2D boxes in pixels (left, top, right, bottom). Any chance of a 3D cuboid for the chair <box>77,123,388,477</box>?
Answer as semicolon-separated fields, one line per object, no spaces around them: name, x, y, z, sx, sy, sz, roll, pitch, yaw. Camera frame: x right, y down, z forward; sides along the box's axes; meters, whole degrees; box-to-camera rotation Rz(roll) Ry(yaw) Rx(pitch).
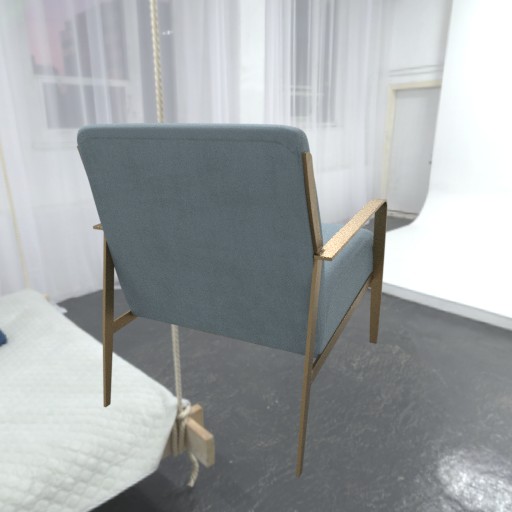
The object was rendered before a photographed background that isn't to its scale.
chair;0.000;0.000;1.437;0.701;0.824;0.842;8;18;25
